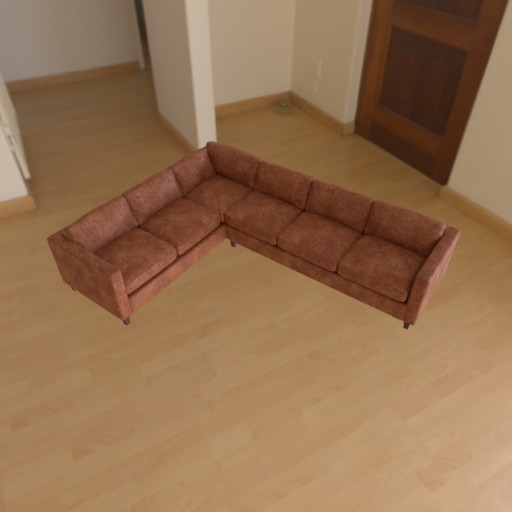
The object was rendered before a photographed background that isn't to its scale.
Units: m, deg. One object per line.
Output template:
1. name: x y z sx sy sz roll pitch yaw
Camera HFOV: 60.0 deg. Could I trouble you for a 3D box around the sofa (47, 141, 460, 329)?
1. sofa: 0.000 0.000 4.416 3.150 0.838 2.438 25 47 26
